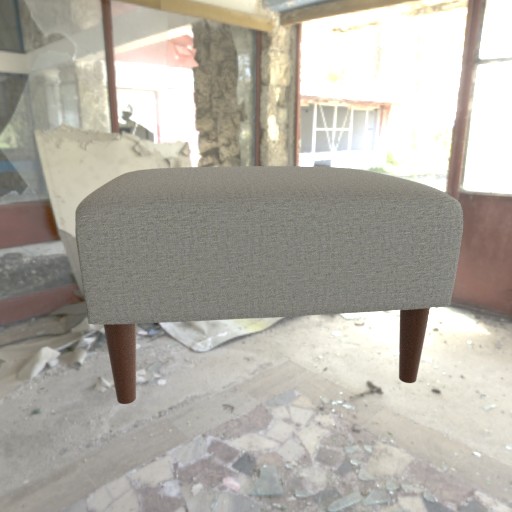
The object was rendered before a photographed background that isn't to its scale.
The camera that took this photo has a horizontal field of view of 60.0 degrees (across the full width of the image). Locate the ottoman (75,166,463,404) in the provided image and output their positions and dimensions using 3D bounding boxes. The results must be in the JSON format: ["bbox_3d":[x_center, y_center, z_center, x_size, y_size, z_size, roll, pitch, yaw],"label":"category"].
[{"bbox_3d":[0.000,0.000,1.050,0.655,0.399,0.648,-2,15,-7],"label":"ottoman"}]
